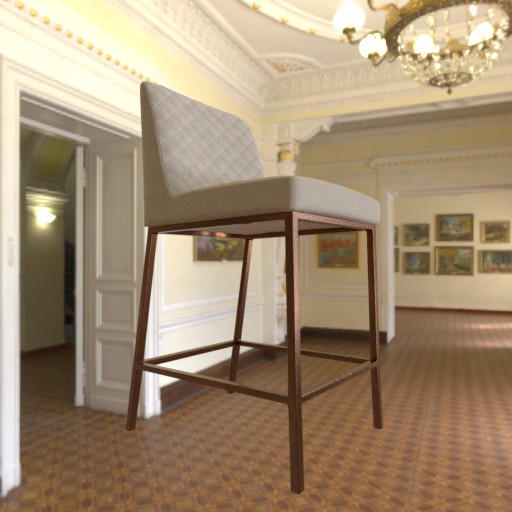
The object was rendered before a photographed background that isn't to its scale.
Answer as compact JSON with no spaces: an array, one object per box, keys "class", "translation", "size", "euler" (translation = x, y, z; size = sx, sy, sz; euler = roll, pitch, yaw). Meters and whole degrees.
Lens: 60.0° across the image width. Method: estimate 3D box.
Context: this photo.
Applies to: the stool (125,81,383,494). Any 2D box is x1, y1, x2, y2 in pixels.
[{"class":"stool","translation":[0.000,0.000,1.251],"size":[0.576,0.973,0.507],"euler":[0,-1,37]}]
